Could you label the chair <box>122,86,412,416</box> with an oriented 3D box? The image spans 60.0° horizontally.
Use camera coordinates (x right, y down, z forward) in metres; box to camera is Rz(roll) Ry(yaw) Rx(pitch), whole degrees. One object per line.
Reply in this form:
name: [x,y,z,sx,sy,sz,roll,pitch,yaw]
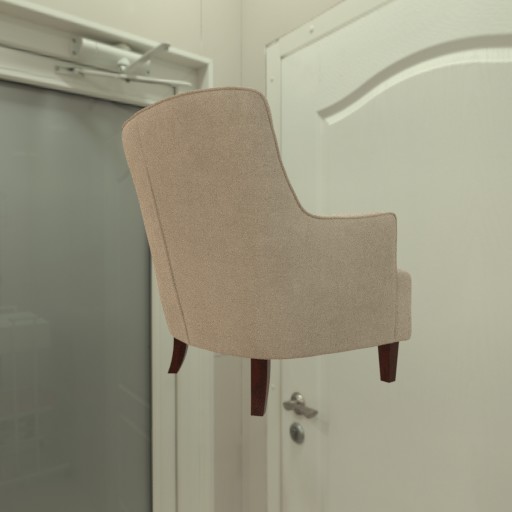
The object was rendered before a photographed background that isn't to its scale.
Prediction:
chair: [0.000,0.000,1.640,0.910,0.920,0.781,-1,1,-37]
